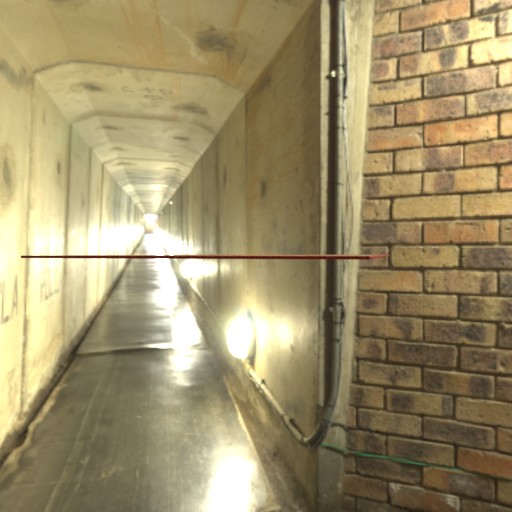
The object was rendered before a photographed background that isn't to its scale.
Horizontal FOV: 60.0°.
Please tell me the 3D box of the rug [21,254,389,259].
[{"bbox_3d":[0.000,0.000,2.878,1.593,0.013,2.211,0,0,18],"label":"rug"}]
